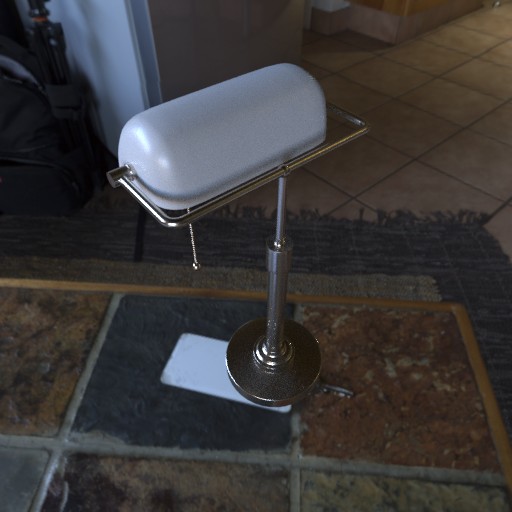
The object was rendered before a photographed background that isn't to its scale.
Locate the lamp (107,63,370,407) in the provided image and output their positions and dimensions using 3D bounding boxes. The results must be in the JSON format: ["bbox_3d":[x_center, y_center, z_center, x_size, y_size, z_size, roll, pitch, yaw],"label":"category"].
[{"bbox_3d":[0.000,0.000,0.554,0.269,0.404,0.227,-31,53,-26],"label":"lamp"}]
